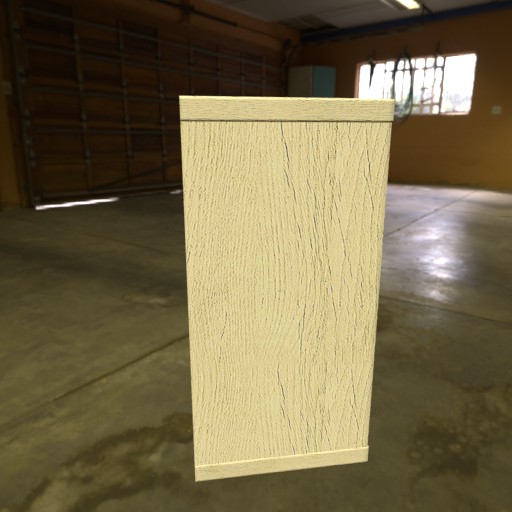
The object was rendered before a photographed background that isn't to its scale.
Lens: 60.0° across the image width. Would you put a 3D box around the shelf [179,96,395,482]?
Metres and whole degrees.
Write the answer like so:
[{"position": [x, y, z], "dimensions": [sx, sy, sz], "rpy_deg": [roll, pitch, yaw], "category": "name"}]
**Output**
[{"position": [0.000, 0.000, 1.261], "dimensions": [0.390, 0.786, 0.790], "rpy_deg": [-2, 15, -9], "category": "shelf"}]
